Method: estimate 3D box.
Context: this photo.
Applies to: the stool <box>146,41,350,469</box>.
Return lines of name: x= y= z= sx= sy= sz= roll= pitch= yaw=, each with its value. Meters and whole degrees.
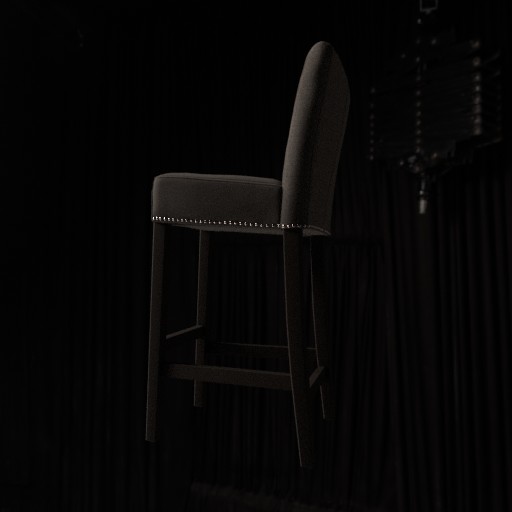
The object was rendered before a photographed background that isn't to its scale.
stool: x=0.000 y=0.000 z=1.330 sx=0.548 sy=1.047 sz=0.411 roll=0 pitch=0 yaw=18
